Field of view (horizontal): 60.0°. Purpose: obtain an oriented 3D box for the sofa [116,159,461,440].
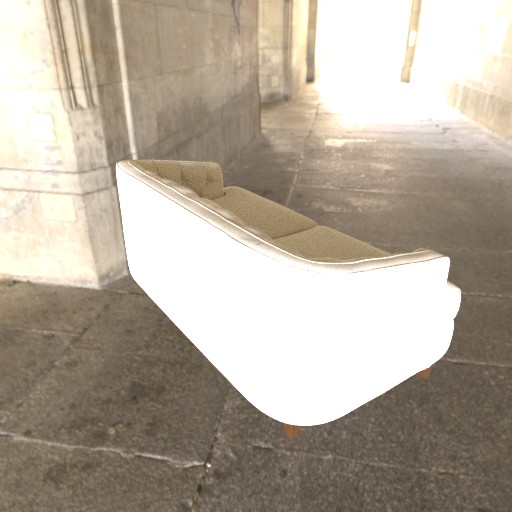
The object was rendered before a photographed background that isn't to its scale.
[{"bbox_3d":[0.000,0.000,2.247,0.941,0.855,1.733,-17,31,-31],"label":"sofa"}]
